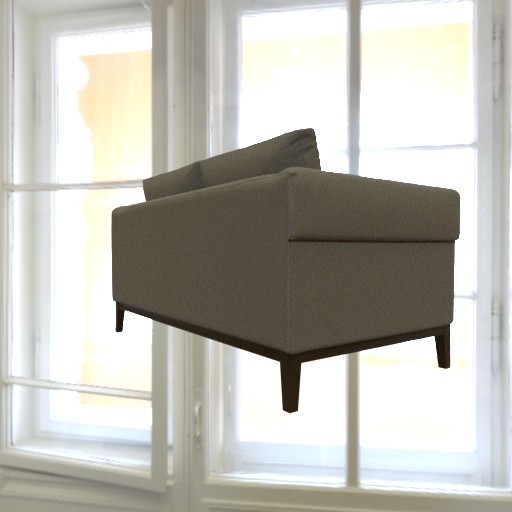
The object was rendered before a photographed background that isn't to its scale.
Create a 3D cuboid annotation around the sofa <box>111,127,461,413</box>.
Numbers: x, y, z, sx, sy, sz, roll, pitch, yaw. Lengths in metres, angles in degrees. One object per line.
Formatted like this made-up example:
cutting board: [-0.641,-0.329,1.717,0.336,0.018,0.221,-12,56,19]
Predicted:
sofa: [0.000,0.000,2.133,0.899,0.873,1.598,-1,1,-36]
